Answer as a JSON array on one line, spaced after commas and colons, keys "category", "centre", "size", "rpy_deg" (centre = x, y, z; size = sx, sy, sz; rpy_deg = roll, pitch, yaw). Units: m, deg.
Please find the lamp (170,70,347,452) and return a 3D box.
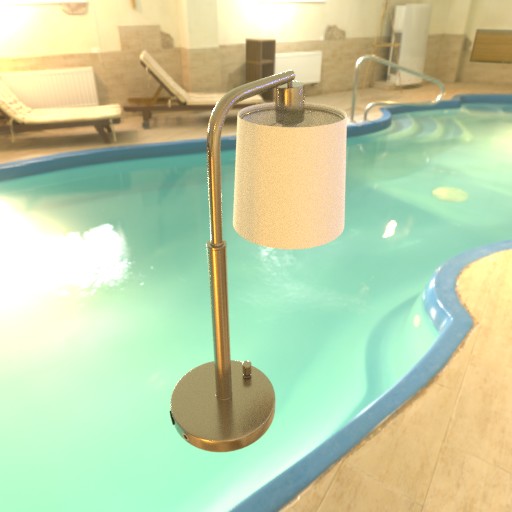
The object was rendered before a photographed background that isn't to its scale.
[{"category": "lamp", "centre": [0.000, 0.000, 0.645], "size": [0.171, 0.489, 0.333], "rpy_deg": [22, 37, 32]}]
